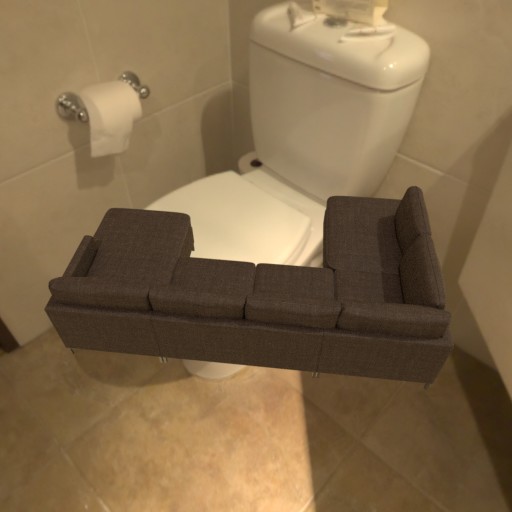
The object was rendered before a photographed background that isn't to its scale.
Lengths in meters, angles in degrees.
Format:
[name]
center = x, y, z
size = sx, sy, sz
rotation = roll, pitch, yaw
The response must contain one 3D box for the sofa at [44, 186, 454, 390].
[sofa]
center = 0.000, 0.000, 4.446
size = 3.423, 0.999, 2.048
rotation = 5, 47, 4
